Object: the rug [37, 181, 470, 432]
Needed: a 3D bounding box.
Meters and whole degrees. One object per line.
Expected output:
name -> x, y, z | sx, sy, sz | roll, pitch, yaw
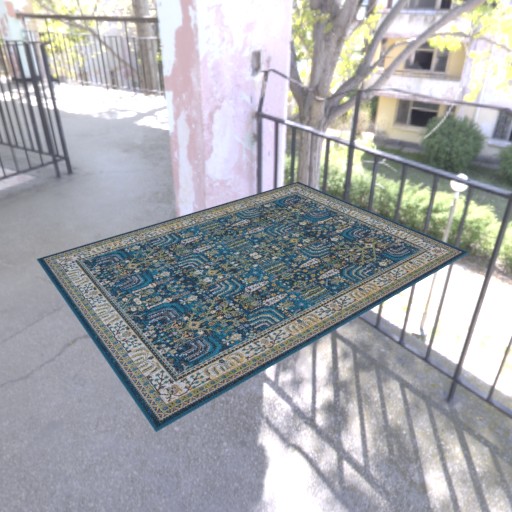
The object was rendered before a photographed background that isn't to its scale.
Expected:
rug -> 0.000, 0.000, 3.855 | 3.044, 0.015, 2.226 | -21, 36, -32
